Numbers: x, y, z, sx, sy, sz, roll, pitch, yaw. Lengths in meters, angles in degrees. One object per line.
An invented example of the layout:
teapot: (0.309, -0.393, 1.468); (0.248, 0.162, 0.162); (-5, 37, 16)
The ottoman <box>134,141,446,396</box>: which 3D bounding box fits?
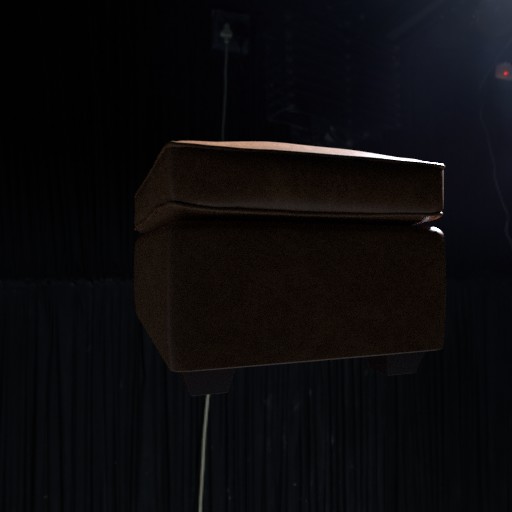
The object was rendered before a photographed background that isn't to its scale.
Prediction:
ottoman: (0.000, 0.000, 1.115); (0.554, 0.468, 0.756); (0, 0, -19)
